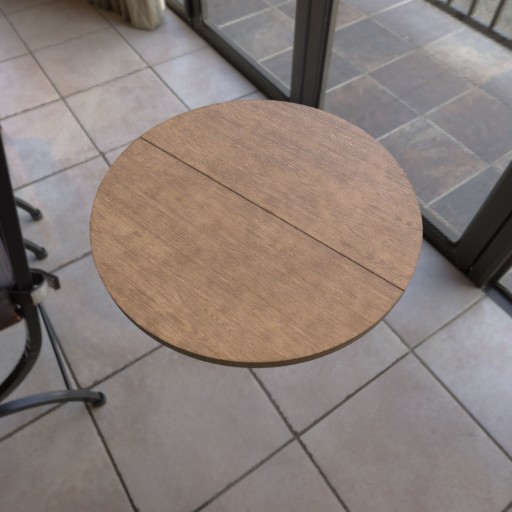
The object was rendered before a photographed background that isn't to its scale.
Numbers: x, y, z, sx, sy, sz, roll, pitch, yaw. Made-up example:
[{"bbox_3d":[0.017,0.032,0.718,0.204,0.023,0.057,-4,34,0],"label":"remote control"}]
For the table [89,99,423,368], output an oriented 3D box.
[{"bbox_3d":[0.000,0.000,2.171,1.363,0.781,1.363,0,57,0],"label":"table"}]
